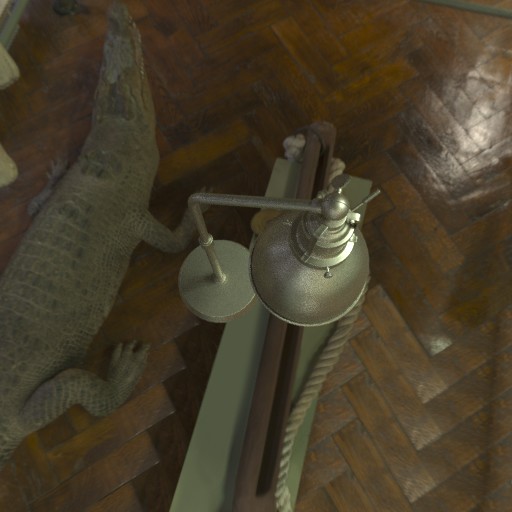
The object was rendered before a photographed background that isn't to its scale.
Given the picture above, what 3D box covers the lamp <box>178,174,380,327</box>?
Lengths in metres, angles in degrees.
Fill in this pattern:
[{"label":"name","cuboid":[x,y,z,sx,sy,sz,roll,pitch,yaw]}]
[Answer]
[{"label":"lamp","cuboid":[0.000,0.000,0.578,0.286,0.456,0.153,15,75,4]}]
